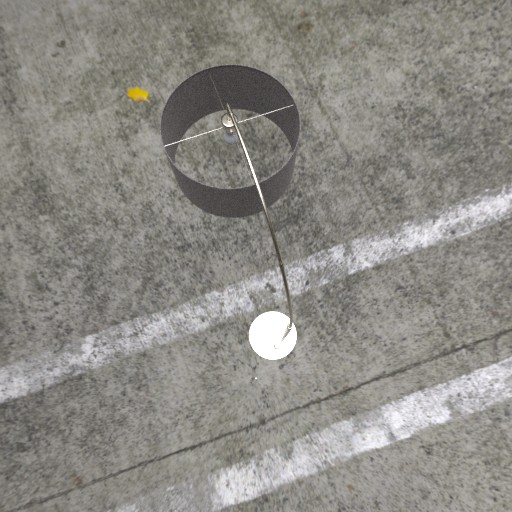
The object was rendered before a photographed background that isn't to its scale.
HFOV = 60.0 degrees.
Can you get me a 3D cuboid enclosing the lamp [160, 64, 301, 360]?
[{"bbox_3d":[0.000,0.000,2.106,0.452,1.735,0.934,-19,75,-5],"label":"lamp"}]
